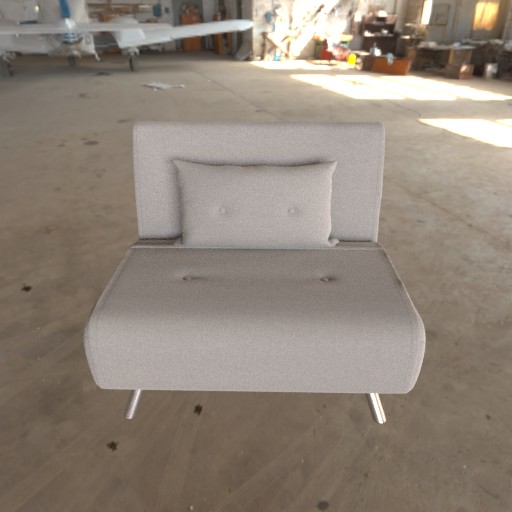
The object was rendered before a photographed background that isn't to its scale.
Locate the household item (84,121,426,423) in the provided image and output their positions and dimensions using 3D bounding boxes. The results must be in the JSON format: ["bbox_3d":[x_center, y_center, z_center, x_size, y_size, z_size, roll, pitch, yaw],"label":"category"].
[{"bbox_3d":[0.000,0.000,1.602,1.000,0.800,0.874,1,29,1],"label":"household item"}]
